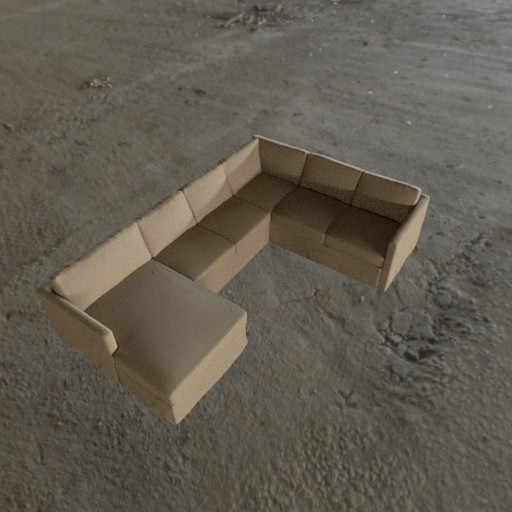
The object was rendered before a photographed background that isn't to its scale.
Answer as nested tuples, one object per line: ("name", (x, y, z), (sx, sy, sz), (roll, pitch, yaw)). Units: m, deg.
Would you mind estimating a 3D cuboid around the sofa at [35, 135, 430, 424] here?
("sofa", (0.000, 0.000, 4.676), (2.476, 0.878, 3.528), (25, 48, 25))
